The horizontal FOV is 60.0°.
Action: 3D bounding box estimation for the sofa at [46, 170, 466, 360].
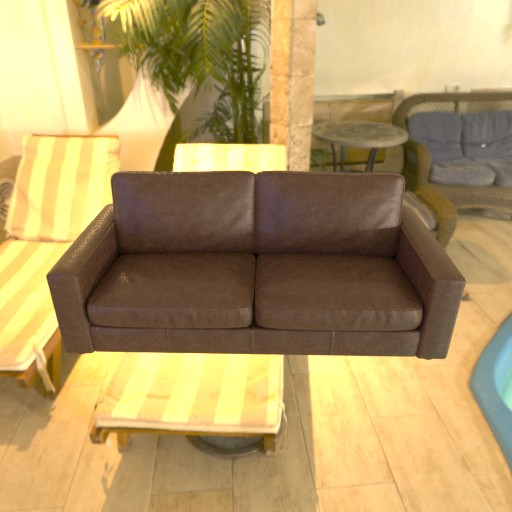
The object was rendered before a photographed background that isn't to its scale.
[{"bbox_3d":[0.000,0.000,2.741,2.179,0.873,1.016,1,28,1],"label":"sofa"}]
